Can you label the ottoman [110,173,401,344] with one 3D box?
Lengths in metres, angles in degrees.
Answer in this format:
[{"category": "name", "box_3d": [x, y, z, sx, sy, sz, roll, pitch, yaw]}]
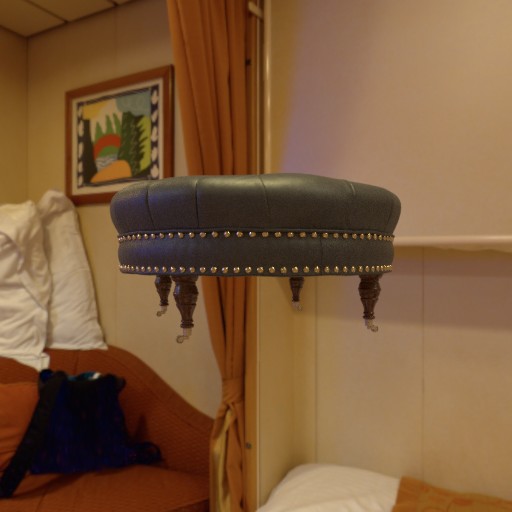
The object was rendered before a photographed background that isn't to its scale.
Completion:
[{"category": "ottoman", "box_3d": [0.000, 0.000, 1.438, 0.901, 0.439, 0.901, 0, 0, 0]}]
